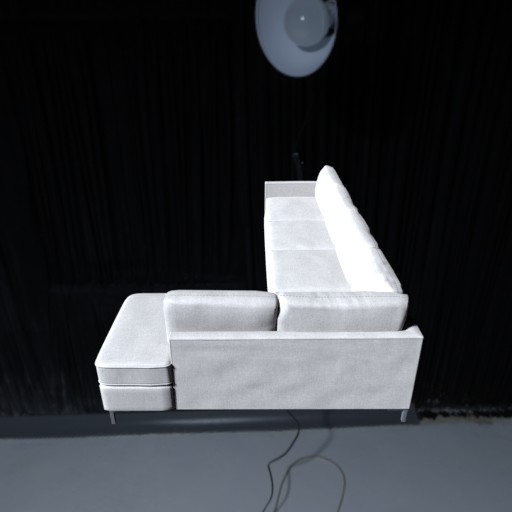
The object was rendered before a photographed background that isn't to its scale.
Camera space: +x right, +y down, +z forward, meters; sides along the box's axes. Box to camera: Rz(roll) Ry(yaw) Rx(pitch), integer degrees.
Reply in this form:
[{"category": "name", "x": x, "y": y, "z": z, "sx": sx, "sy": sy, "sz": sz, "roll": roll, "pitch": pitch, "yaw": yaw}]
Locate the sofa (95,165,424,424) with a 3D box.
[{"category": "sofa", "x": 0.000, "y": 0.000, "z": 4.309, "sx": 2.077, "sy": 0.964, "sz": 3.331, "roll": 0, "pitch": 26, "yaw": 0}]
